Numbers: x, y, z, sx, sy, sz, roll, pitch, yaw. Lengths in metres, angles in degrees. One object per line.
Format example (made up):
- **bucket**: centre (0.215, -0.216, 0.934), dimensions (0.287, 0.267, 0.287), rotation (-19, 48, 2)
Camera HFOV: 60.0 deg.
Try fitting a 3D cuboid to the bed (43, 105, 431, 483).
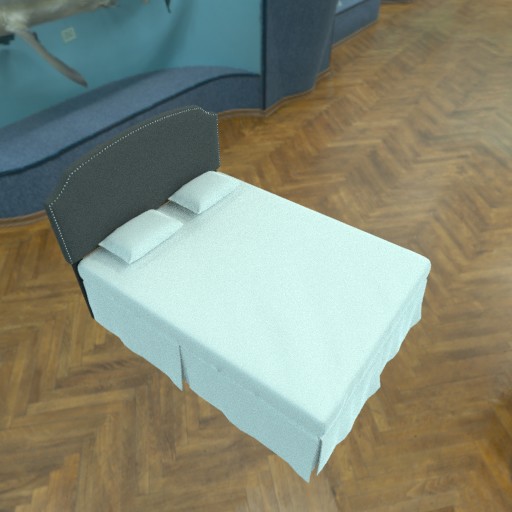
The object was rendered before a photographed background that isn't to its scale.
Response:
- **bed**: centre (0.000, 0.000, 2.905), dimensions (1.999, 1.270, 1.558), rotation (27, 49, 26)
